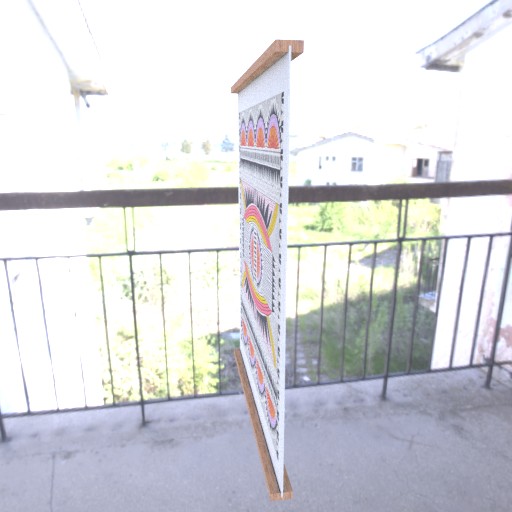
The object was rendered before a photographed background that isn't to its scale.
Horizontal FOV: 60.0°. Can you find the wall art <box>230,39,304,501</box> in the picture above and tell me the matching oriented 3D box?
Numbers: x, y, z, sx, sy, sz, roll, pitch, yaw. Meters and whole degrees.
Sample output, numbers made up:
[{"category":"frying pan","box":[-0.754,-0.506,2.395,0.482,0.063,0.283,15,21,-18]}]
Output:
[{"category":"wall art","box":[0.000,0.000,0.678,0.028,0.527,0.403,-2,15,-9]}]
